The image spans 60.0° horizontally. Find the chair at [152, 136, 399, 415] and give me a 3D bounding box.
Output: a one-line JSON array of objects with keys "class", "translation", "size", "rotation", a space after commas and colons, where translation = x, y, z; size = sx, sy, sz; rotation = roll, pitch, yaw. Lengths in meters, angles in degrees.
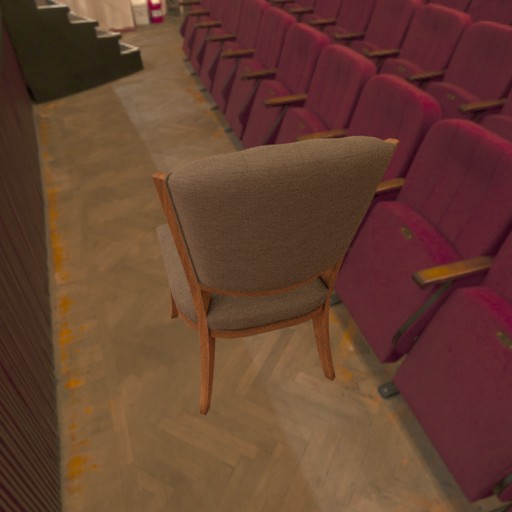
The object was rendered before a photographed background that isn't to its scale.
[{"class": "chair", "translation": [0.000, 0.000, 1.251], "size": [0.513, 0.905, 0.584], "rotation": [-11, 41, -13]}]
